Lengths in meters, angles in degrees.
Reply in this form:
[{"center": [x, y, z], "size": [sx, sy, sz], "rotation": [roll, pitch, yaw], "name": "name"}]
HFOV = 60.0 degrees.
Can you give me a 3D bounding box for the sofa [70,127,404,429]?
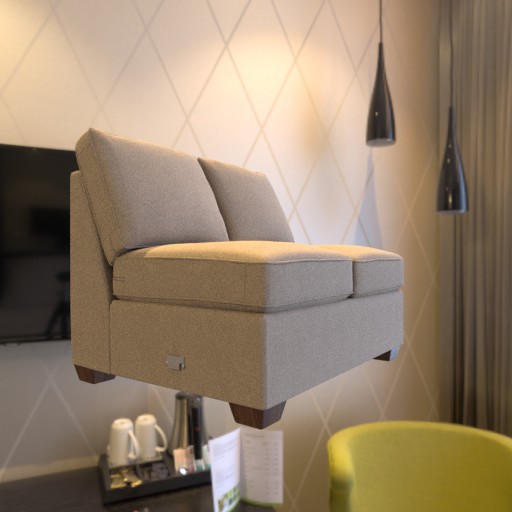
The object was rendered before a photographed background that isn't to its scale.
[{"center": [0.000, 0.000, 1.990], "size": [0.978, 1.006, 1.232], "rotation": [0, 0, 36], "name": "sofa"}]
